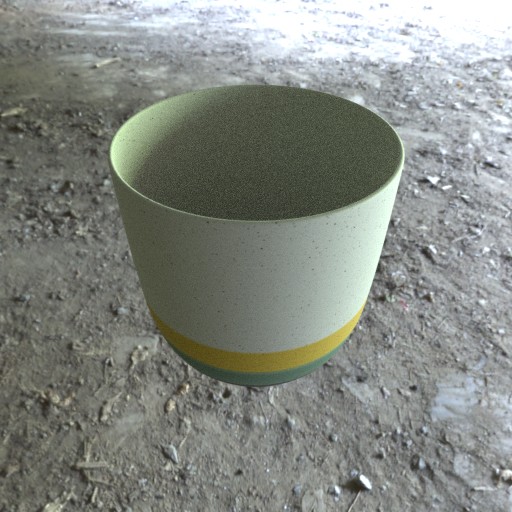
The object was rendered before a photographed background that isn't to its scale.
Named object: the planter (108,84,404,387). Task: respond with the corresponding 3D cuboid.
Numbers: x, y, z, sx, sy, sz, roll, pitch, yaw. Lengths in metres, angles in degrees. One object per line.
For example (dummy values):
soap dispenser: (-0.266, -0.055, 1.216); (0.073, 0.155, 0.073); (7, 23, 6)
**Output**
planter: (0.000, 0.000, 0.369); (0.195, 0.214, 0.195); (0, 41, 0)
